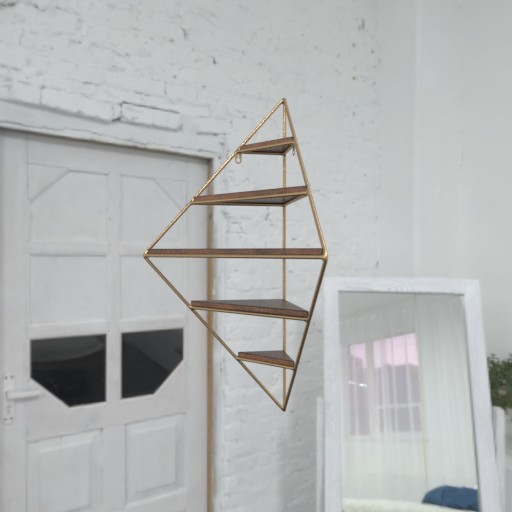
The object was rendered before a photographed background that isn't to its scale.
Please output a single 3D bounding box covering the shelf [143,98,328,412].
[{"bbox_3d":[0.000,0.000,1.178,0.564,0.913,0.294,0,1,36],"label":"shelf"}]
